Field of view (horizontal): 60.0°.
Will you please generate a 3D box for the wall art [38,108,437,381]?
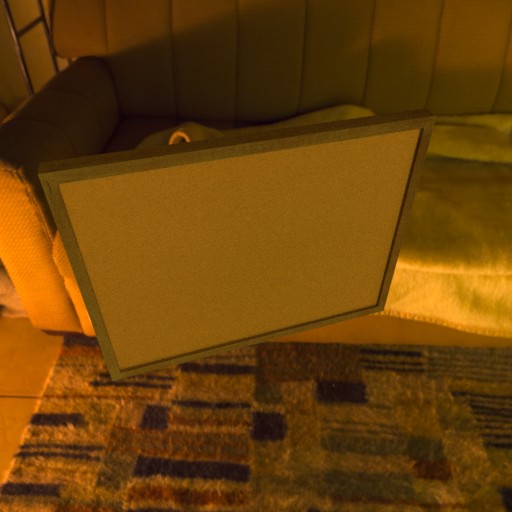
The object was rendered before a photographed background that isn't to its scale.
[{"bbox_3d":[0.000,0.000,1.761,1.320,1.009,0.070,-12,42,-14],"label":"wall art"}]
